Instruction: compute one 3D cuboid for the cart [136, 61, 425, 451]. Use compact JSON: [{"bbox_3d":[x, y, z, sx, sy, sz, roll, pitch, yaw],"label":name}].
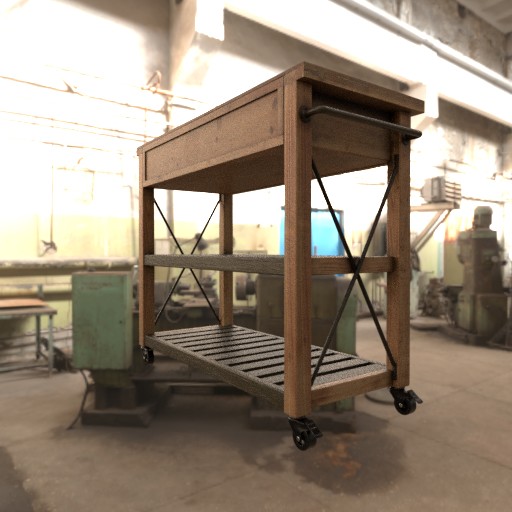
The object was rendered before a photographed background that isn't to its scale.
[{"bbox_3d":[0.000,0.000,0.971,0.298,0.554,0.686,-1,1,-36],"label":"cart"}]
